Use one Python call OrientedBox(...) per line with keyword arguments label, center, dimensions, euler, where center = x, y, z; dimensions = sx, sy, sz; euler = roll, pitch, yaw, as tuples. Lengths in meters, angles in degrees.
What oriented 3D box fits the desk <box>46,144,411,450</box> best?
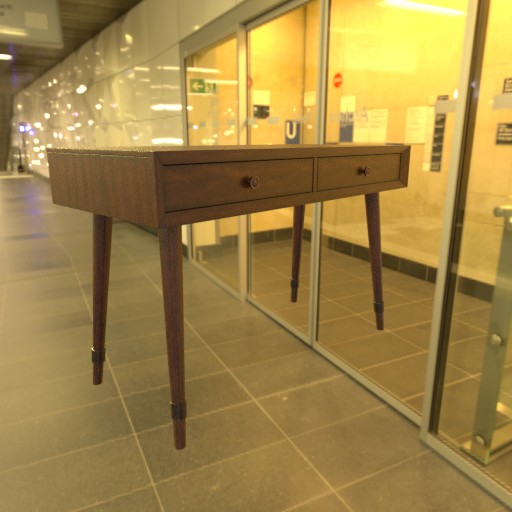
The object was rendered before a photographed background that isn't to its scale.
OrientedBox(label="desk", center=(0.000, 0.000, 2.144), dimensions=(0.734, 1.031, 1.577), euler=(14, 20, 42))
